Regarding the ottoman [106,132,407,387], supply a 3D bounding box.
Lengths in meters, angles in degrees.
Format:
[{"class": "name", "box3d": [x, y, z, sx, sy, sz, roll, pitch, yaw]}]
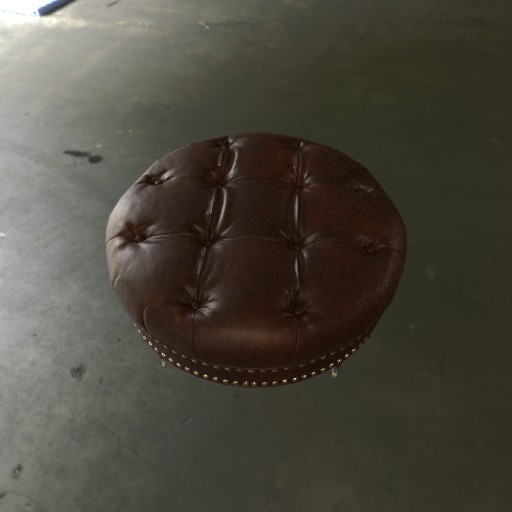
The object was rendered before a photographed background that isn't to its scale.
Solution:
[{"class": "ottoman", "box3d": [0.000, 0.000, 1.418, 0.901, 0.455, 0.901, 0, 48, 0]}]
